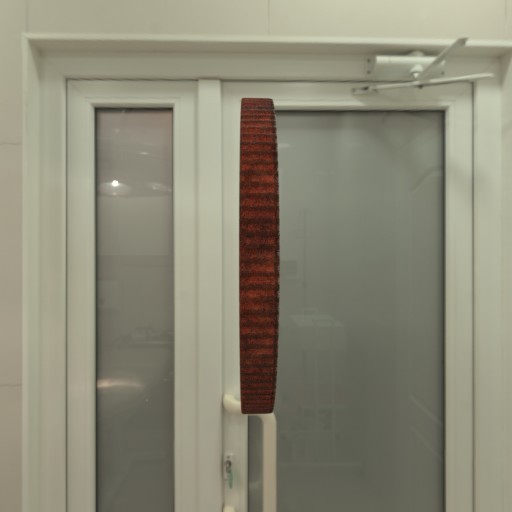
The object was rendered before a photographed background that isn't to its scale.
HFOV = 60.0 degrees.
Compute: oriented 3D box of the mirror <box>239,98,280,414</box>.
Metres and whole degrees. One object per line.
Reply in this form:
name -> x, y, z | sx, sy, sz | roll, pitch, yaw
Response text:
mirror -> 0.000, 0.000, 0.907 | 0.056, 0.609, 0.609 | 0, 0, -1
